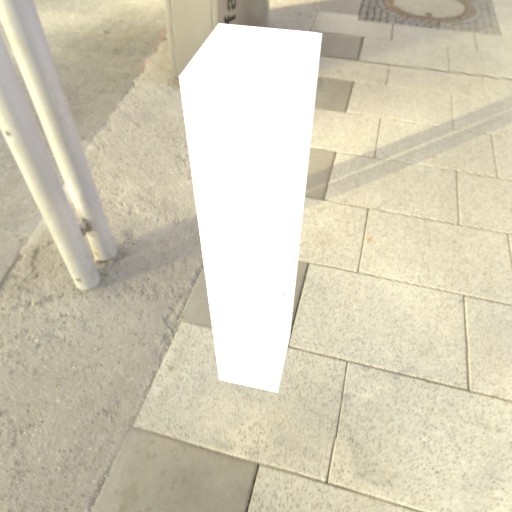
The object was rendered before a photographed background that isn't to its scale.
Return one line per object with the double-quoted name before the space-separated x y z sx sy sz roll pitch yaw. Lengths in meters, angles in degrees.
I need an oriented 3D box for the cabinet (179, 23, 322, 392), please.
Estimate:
"cabinet" 0.000 0.000 1.545 0.269 1.400 0.300 10 49 9
